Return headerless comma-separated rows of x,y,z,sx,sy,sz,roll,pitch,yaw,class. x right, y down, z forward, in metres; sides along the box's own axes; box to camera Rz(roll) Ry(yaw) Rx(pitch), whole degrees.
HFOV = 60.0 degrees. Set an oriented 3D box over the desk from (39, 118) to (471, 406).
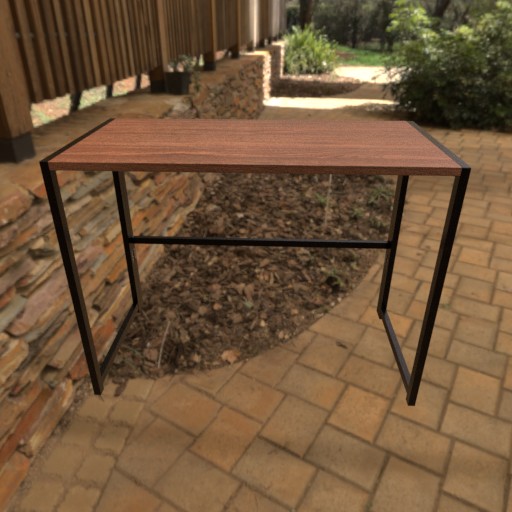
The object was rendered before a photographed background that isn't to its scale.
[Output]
0.000,0.000,1.438,1.016,0.762,0.508,1,28,2,desk
